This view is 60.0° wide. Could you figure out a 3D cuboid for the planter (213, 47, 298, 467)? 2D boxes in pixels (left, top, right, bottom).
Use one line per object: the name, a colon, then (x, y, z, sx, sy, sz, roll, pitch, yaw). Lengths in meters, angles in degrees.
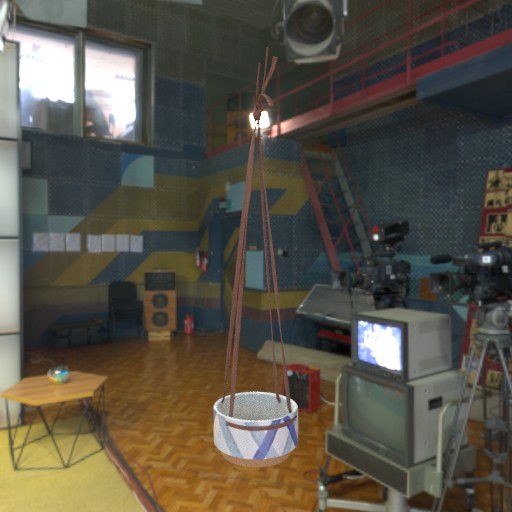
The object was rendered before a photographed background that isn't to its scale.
planter: (0.000, 0.000, 0.849, 0.166, 0.751, 0.166, 0, 1, 18)
